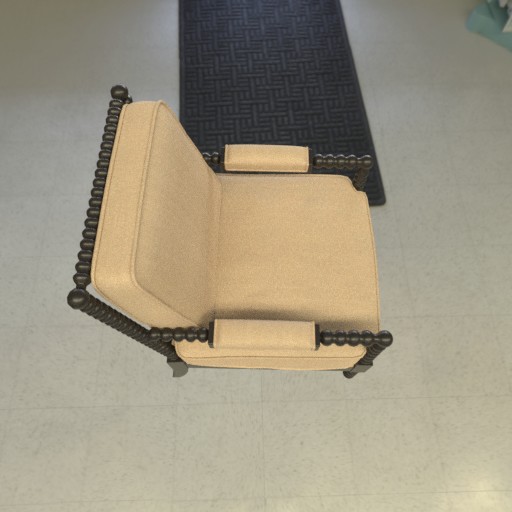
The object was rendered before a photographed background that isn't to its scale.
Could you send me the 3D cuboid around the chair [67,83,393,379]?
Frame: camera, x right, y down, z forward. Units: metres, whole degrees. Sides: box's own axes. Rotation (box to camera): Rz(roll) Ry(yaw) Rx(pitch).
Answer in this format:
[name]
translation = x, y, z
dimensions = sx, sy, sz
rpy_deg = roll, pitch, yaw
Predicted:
[chair]
translation = 0.000, 0.000, 1.182
dimensions = 0.657, 0.703, 0.555
rpy_deg = 1, 65, 0
